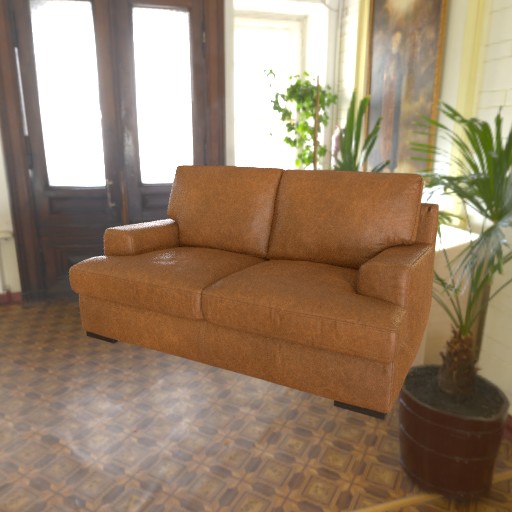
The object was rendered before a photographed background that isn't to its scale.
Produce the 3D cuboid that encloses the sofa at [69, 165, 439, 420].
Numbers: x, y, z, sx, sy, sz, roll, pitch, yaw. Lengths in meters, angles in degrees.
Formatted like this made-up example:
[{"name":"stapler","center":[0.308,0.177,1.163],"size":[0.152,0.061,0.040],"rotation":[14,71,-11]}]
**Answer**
[{"name":"sofa","center":[0.000,0.000,2.555],"size":[1.880,0.966,1.144],"rotation":[8,17,27]}]
